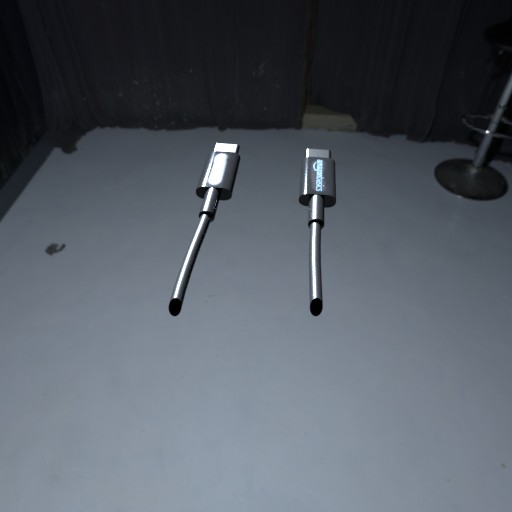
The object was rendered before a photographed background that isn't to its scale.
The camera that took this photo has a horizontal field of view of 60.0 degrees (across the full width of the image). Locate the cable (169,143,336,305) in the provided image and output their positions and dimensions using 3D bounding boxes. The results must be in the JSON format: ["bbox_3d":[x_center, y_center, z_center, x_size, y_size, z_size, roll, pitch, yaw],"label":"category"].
[{"bbox_3d":[0.000,0.000,0.111,0.041,0.005,0.098,5,46,4],"label":"cable"}]
